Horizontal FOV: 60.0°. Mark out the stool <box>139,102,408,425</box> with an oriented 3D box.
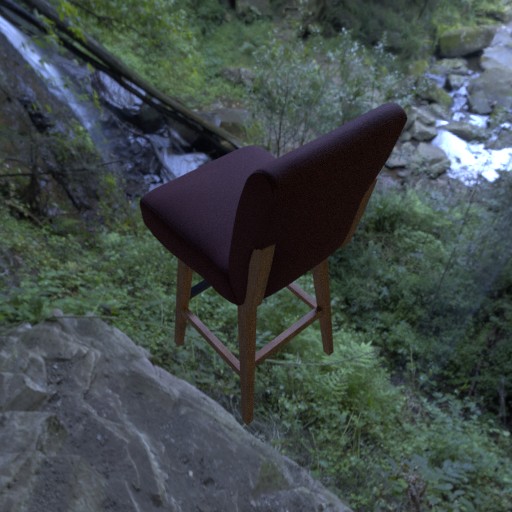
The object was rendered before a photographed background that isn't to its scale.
[{"bbox_3d":[0.000,0.000,1.390,0.468,1.093,0.562,-32,54,-27],"label":"stool"}]
